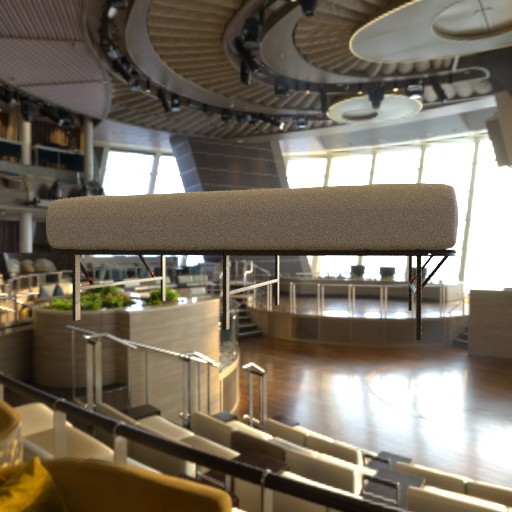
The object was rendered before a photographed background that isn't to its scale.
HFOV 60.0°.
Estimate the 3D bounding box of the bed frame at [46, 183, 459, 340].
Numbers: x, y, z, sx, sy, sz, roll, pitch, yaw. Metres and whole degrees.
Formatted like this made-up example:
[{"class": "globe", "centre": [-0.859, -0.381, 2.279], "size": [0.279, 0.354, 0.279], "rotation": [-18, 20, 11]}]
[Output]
[{"class": "bed frame", "centre": [0.000, 0.000, 2.407], "size": [1.908, 0.640, 1.025], "rotation": [0, 1, 17]}]
